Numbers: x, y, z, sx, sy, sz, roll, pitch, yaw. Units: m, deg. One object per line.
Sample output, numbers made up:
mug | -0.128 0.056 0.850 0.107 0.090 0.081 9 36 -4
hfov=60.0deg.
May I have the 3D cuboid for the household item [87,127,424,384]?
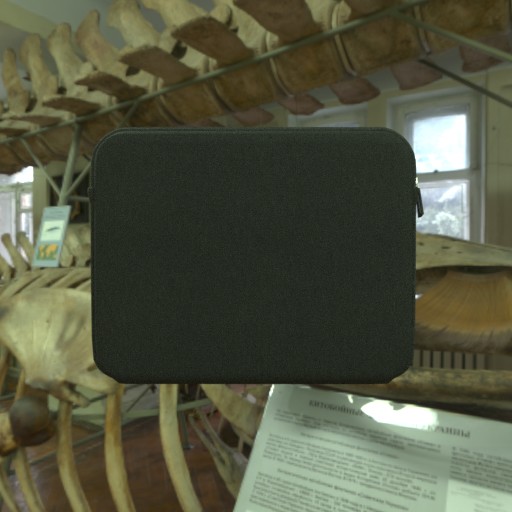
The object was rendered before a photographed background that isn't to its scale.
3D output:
household item | 0.000 0.000 0.528 0.396 0.305 0.030 0 1 0
